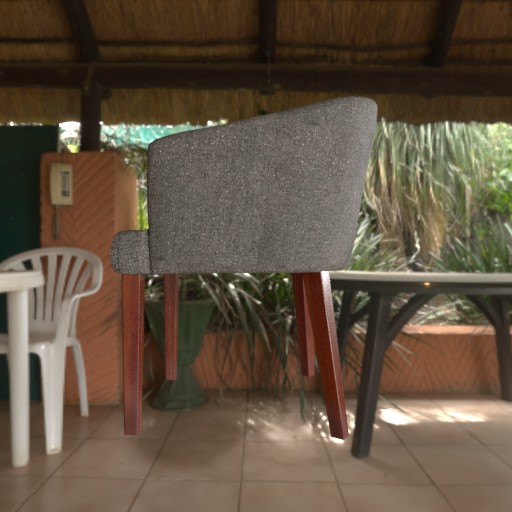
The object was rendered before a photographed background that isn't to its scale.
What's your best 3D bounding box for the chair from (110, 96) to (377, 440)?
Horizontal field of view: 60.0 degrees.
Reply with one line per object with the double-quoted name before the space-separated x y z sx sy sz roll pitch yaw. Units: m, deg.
"chair" 0.000 0.000 1.243 0.655 0.811 0.583 0 0 0
